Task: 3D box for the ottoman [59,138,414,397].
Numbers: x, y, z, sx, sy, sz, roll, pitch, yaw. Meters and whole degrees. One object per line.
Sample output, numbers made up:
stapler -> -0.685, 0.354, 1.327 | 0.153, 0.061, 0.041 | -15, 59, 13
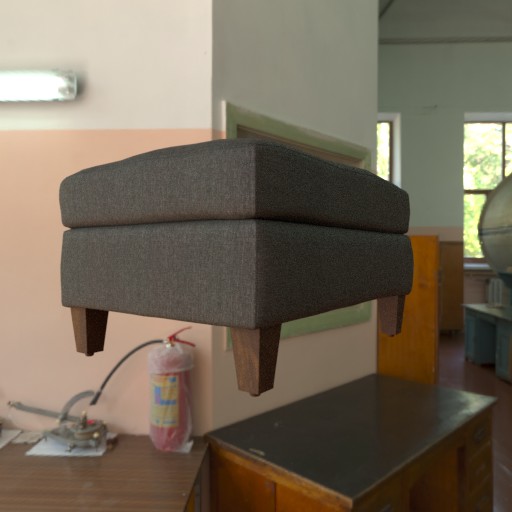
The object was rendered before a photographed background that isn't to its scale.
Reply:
ottoman -> 0.000, 0.000, 1.227 | 0.639, 0.496, 0.826 | 0, 1, 37
